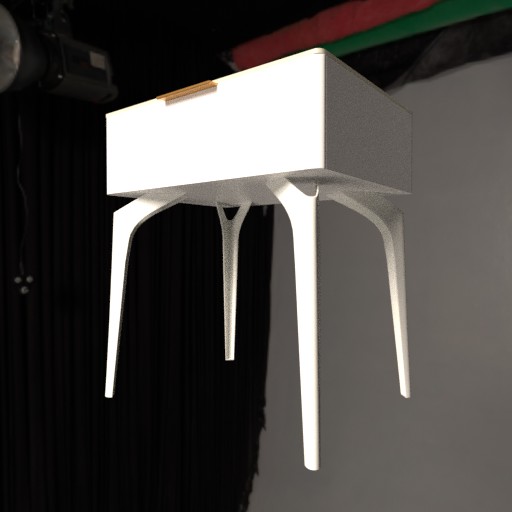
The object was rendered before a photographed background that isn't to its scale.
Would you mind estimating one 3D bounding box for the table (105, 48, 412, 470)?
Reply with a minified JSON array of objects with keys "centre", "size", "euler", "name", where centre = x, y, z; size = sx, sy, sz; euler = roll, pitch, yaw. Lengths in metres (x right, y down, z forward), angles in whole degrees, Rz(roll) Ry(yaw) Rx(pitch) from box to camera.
[{"centre":[0.000,0.000,0.892],"size":[0.500,0.570,0.400],"euler":[1,1,38],"name":"table"}]
